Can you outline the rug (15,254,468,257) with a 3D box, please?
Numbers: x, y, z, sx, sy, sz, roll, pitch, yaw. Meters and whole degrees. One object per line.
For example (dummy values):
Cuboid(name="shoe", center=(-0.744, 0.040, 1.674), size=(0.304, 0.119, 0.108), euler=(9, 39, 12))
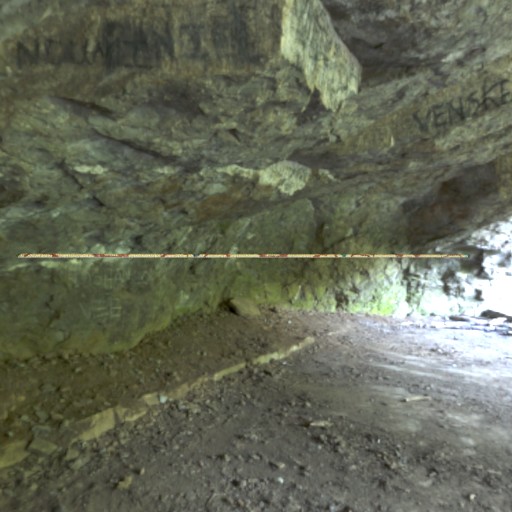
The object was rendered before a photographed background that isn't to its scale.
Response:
Cuboid(name="rug", center=(0.000, 0.000, 2.466), size=(2.273, 0.016, 0.693), euler=(0, 0, -16))
